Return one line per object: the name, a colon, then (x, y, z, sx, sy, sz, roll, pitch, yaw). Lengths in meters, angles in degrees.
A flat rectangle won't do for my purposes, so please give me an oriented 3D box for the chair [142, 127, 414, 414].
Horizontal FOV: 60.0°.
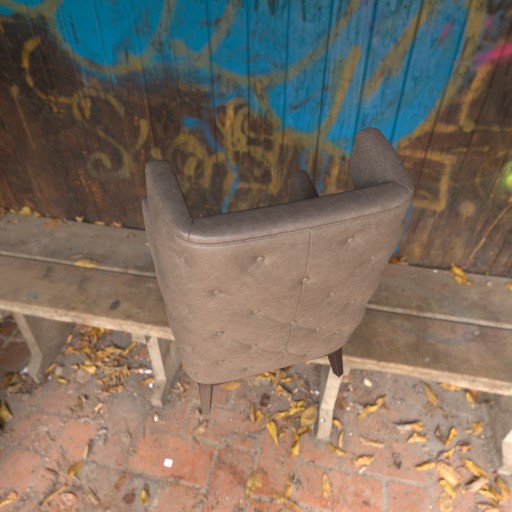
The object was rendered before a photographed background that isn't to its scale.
chair: (0.000, 0.000, 1.687, 0.769, 1.079, 0.899, -12, 44, -12)
